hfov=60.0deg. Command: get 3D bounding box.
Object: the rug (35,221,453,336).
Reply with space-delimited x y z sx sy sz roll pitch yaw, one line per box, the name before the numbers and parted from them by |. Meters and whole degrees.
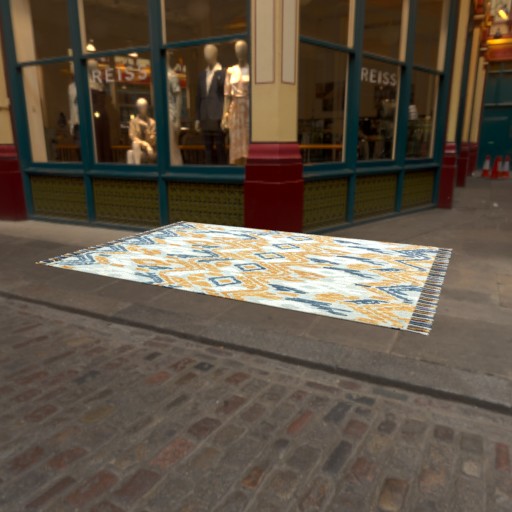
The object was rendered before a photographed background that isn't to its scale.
rug | 0.000 0.000 2.314 1.827 0.008 1.230 7 17 25
